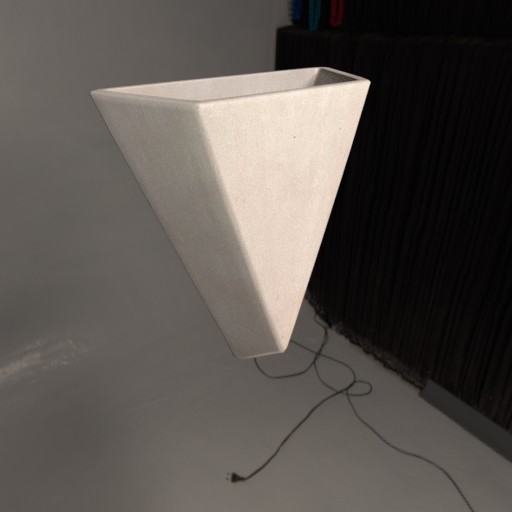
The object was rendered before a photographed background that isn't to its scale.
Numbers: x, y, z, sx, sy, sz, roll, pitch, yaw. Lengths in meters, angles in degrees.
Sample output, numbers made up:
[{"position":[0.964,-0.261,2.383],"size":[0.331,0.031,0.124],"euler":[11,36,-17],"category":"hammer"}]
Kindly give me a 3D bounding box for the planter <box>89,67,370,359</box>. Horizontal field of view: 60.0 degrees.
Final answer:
[{"position":[0.000,0.000,0.268],"size":[0.150,0.197,0.060],"euler":[-21,35,-32],"category":"planter"}]
